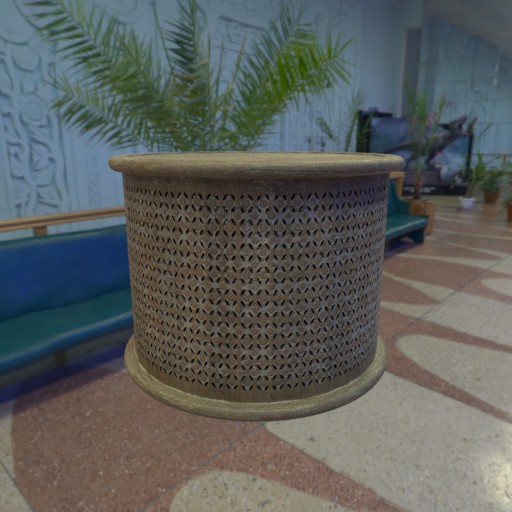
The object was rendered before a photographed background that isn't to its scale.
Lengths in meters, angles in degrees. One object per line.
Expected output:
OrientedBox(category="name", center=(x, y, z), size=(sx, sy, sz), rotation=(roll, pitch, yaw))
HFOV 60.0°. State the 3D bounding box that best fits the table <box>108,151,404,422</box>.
OrientedBox(category="table", center=(0.000, 0.000, 1.009), size=(0.607, 0.450, 0.607), rotation=(0, 15, 0))
